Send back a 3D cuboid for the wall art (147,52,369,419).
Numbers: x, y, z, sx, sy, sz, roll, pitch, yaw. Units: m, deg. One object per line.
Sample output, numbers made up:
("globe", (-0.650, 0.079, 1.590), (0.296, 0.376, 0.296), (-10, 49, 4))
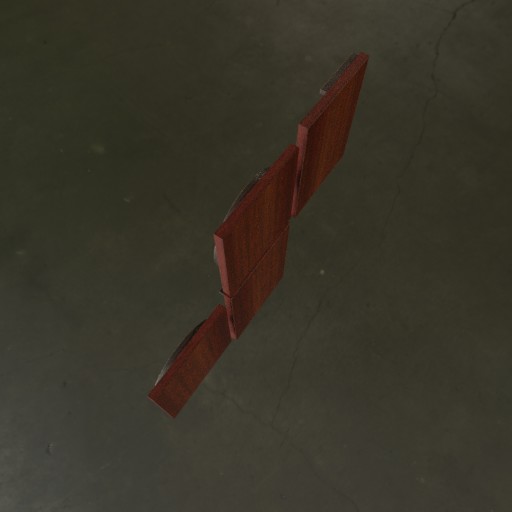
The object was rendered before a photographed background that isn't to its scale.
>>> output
("wall art", (0.000, 0.000, 0.853), (0.030, 0.497, 0.635), (31, 67, 15))
